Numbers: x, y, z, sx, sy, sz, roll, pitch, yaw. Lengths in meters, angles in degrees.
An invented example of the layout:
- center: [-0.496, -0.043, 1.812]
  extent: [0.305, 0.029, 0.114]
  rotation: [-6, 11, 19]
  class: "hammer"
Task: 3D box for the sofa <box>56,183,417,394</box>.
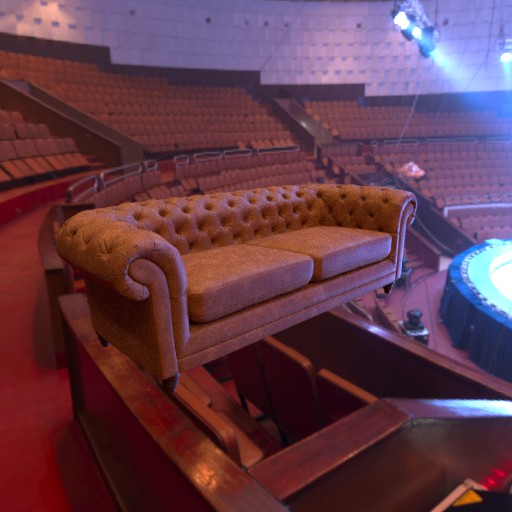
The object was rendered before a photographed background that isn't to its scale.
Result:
- center: [0.000, 0.000, 2.814]
  extent: [2.365, 0.760, 0.989]
  rotation: [-14, 21, -42]
  class: "sofa"
